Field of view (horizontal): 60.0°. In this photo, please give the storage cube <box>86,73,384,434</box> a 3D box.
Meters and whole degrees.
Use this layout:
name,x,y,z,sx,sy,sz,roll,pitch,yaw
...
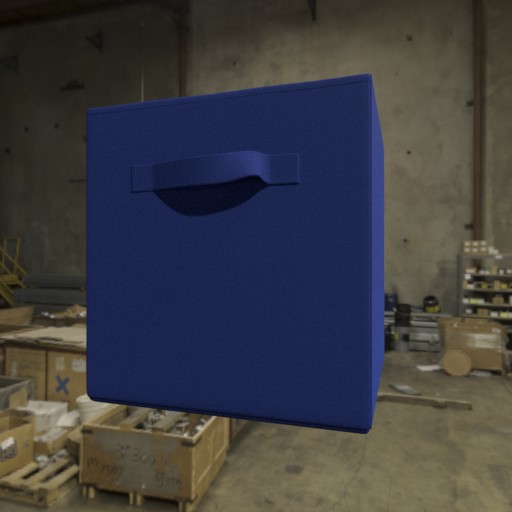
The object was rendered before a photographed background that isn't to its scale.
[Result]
name,x,y,z,sx,sy,sz,roll,pitch,yaw
storage cube,0.000,0.000,0.492,0.270,0.280,0.270,0,0,18
